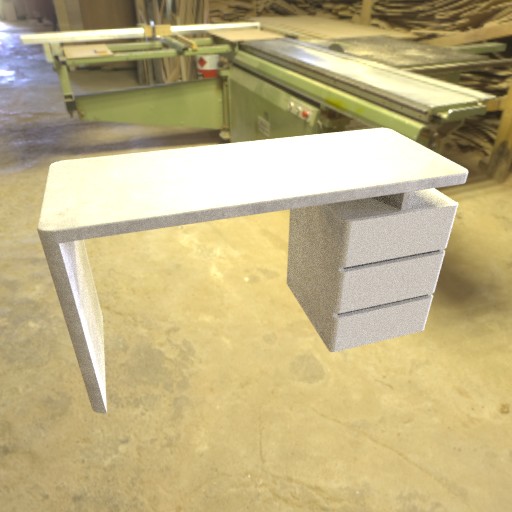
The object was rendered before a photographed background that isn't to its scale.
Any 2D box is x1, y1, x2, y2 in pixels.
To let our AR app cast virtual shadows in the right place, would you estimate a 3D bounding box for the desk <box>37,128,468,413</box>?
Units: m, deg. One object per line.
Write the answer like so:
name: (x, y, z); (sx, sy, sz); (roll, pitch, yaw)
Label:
desk: (0.000, 0.000, 1.775); (1.400, 0.755, 0.550); (-10, 34, -15)
